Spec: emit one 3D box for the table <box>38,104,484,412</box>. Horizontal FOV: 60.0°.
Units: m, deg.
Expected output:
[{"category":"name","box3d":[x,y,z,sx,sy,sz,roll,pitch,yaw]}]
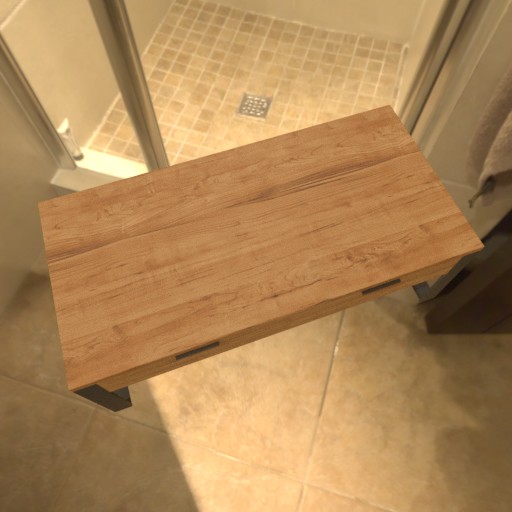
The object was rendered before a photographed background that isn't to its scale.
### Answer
[{"category":"table","box3d":[0.000,0.000,1.473,1.180,0.400,0.590,-18,65,-9]}]
